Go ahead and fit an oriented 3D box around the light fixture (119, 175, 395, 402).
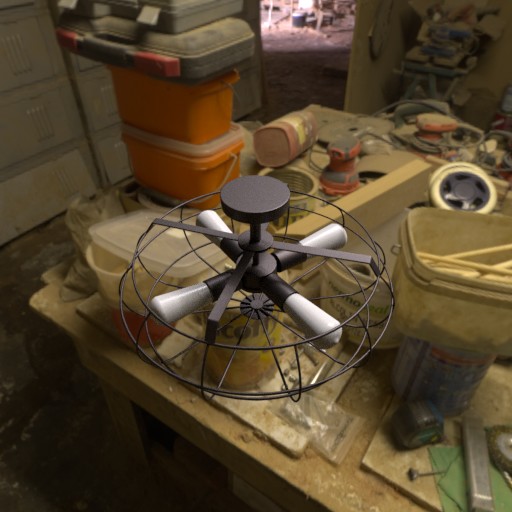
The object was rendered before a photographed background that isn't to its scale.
[{"bbox_3d":[0.000,0.000,0.929,0.582,0.311,0.582,0,39,0],"label":"light fixture"}]
